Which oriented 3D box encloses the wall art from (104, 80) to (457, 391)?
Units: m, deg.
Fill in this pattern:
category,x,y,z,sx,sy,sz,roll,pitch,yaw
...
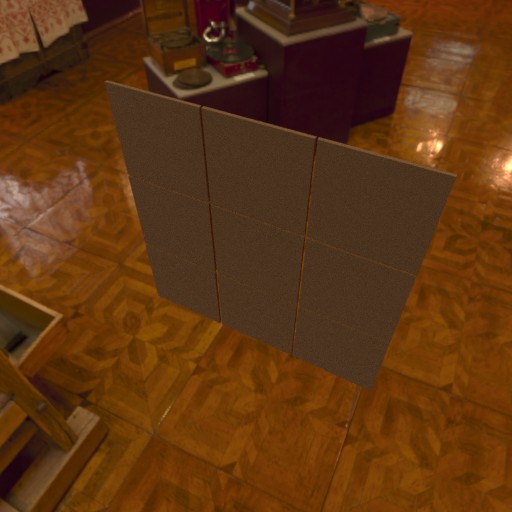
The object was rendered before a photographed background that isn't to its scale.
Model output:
category,x,y,z,sx,sy,sz,roll,pitch,yaw
wall art,0.000,0.000,1.823,1.216,1.216,0.013,21,50,19
